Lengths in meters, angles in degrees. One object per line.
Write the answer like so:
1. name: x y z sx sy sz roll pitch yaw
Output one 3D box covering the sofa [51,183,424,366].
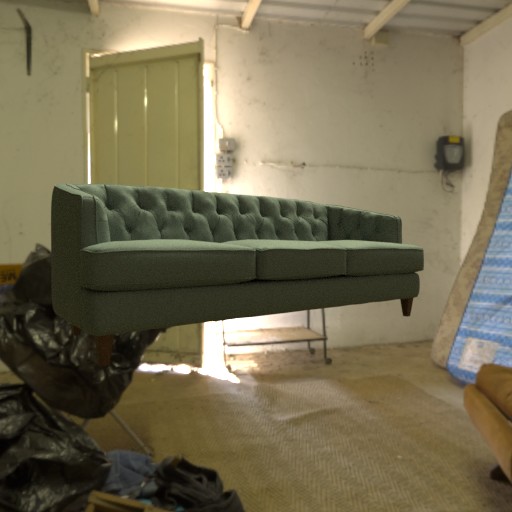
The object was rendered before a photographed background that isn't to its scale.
1. sofa: 0.000 0.000 2.731 2.278 0.855 0.941 -1 2 -37
